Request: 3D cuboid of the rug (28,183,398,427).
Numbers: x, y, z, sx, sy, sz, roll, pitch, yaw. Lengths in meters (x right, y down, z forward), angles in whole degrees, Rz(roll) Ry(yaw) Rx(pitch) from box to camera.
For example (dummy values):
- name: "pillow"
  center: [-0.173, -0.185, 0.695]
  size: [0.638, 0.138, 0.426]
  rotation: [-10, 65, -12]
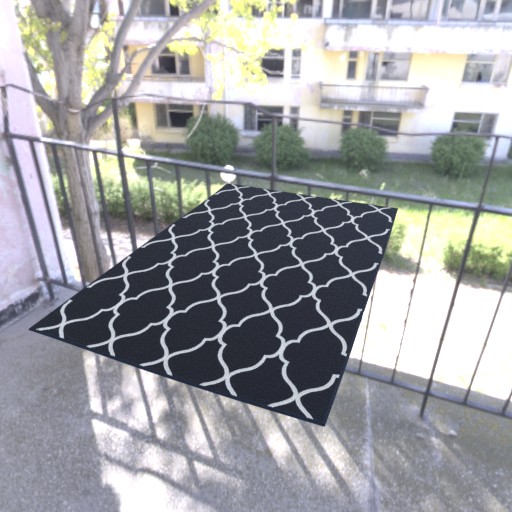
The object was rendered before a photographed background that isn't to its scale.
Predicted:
- name: "rug"
  center: [0.000, 0.000, 2.866]
  size: [1.526, 0.014, 2.290]
  rotation: [11, 31, 19]
